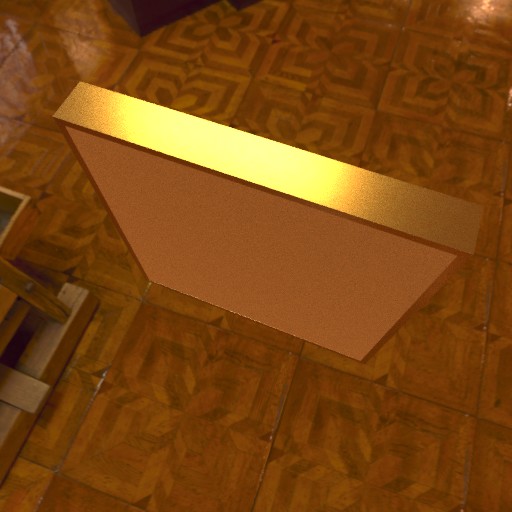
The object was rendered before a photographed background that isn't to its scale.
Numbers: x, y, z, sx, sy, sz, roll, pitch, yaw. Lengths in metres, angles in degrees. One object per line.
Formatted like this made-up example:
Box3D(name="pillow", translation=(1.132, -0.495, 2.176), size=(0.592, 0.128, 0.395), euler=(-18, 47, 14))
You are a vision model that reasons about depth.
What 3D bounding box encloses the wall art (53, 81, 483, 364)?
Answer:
Box3D(name="wall art", translation=(0.000, 0.000, 0.443), size=(0.304, 0.304, 0.038), euler=(20, 65, 9))
